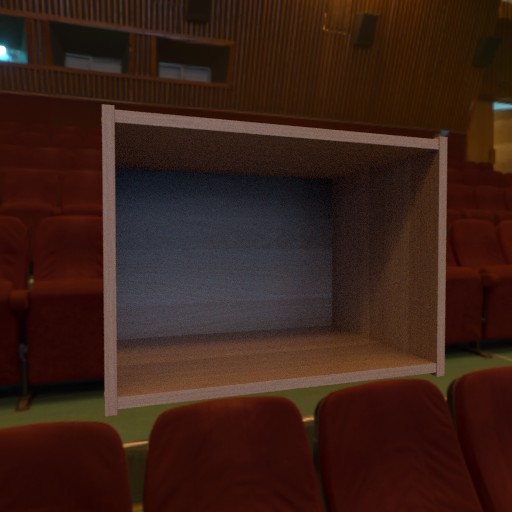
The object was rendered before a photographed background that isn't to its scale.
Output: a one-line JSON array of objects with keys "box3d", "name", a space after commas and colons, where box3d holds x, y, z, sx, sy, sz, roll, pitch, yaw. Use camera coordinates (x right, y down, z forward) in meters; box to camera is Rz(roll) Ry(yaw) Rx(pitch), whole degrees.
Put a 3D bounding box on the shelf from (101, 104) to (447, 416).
[{"box3d": [0.000, 0.000, 0.637, 0.415, 0.305, 0.290, -1, 2, -19], "name": "shelf"}]
